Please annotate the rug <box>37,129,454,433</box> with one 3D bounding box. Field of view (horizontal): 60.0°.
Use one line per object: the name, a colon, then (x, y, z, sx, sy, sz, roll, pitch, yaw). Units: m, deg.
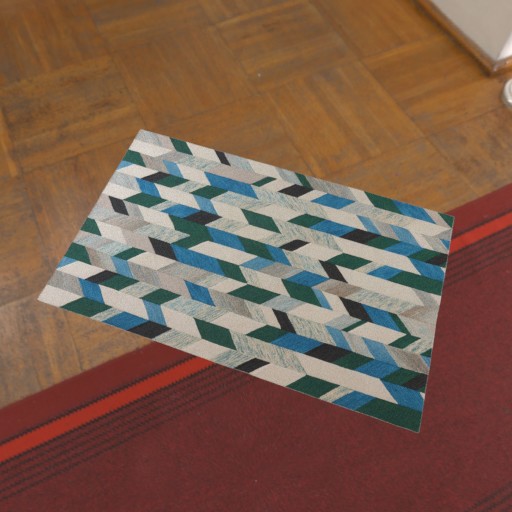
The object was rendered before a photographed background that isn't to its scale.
rug: (0.000, 0.000, 2.958, 2.433, 0.007, 1.507, 17, 64, 9)
